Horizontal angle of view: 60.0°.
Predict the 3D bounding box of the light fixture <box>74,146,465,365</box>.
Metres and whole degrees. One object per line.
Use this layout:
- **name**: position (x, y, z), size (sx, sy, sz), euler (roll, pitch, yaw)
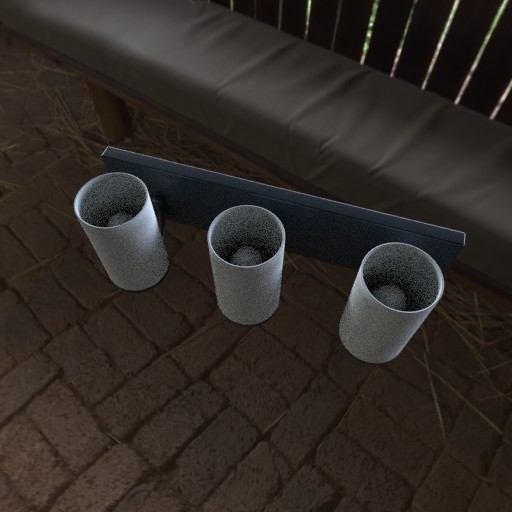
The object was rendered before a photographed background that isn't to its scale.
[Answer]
- **light fixture**: position (0.000, 0.000, 0.542), size (0.451, 0.172, 0.145), euler (15, 58, 10)
